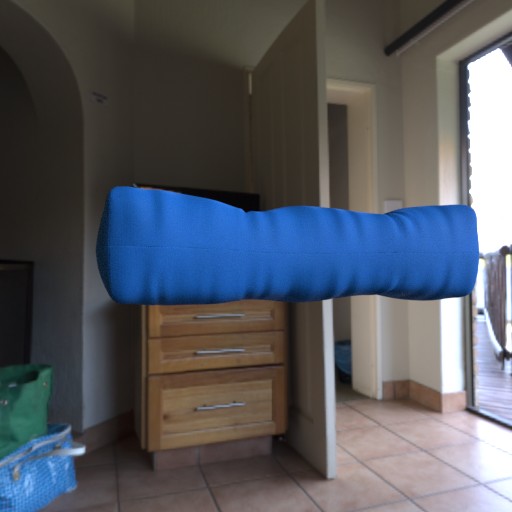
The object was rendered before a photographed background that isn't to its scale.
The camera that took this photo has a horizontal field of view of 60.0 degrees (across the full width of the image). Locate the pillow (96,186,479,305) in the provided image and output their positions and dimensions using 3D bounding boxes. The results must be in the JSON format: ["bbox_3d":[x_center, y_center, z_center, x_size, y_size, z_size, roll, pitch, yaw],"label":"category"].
[{"bbox_3d":[0.000,0.000,0.717,0.468,0.128,0.490,1,-2,-17],"label":"pillow"}]
